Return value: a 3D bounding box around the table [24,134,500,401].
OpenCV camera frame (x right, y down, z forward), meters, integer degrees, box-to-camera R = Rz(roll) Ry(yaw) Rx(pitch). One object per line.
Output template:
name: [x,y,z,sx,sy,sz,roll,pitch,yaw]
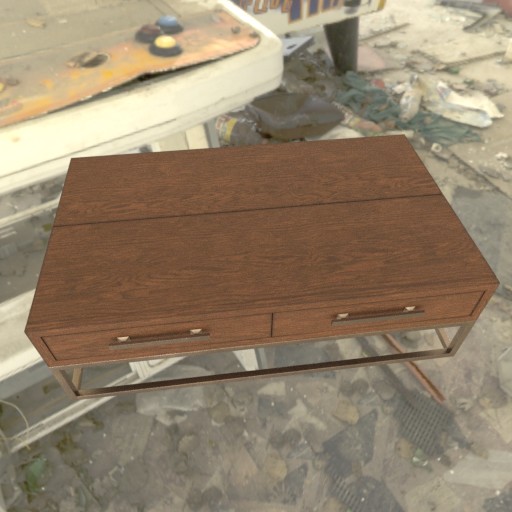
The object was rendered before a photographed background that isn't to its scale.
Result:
table: [0.000,0.000,1.434,1.167,0.361,0.719,-5,47,-5]
